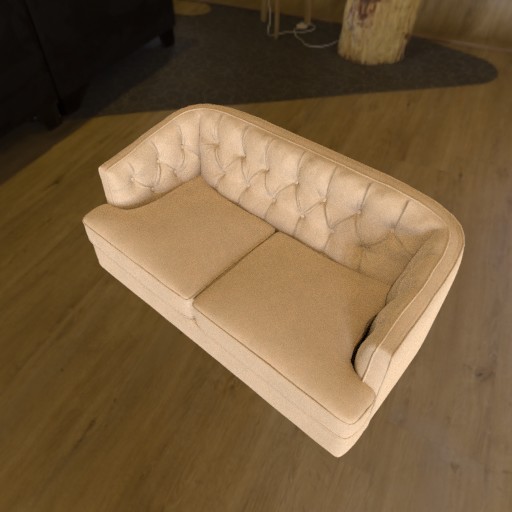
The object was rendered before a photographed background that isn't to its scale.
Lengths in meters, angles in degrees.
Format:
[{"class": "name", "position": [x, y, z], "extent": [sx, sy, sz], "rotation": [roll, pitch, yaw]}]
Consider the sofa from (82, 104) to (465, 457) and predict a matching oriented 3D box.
[{"class": "sofa", "position": [0.000, 0.000, 2.245], "extent": [1.731, 0.878, 0.940], "rotation": [32, 54, 27]}]
